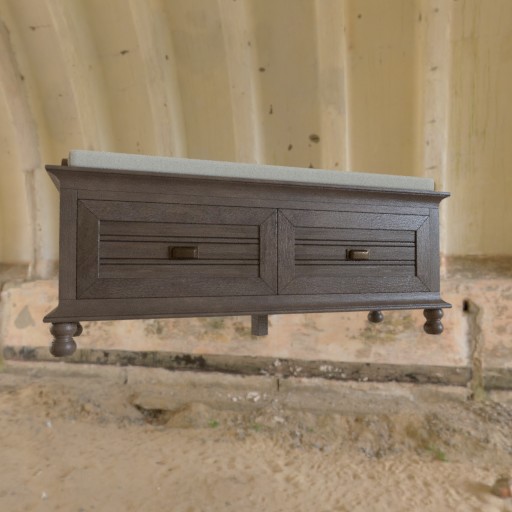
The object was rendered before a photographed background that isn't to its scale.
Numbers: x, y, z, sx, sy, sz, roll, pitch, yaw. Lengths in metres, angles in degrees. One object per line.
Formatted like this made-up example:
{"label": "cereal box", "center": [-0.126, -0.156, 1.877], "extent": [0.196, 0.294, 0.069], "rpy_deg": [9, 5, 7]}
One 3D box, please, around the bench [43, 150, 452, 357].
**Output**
{"label": "bench", "center": [0.000, 0.000, 1.415], "extent": [1.185, 0.501, 0.402], "rpy_deg": [1, -2, -19]}
